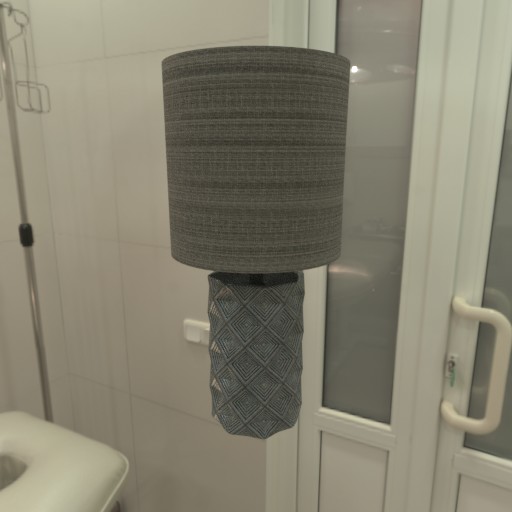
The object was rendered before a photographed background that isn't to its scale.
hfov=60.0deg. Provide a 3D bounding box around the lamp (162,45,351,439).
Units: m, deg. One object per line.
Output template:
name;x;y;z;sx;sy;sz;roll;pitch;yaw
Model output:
lamp;0.000;0.000;0.710;0.269;0.566;0.268;7;16;28
